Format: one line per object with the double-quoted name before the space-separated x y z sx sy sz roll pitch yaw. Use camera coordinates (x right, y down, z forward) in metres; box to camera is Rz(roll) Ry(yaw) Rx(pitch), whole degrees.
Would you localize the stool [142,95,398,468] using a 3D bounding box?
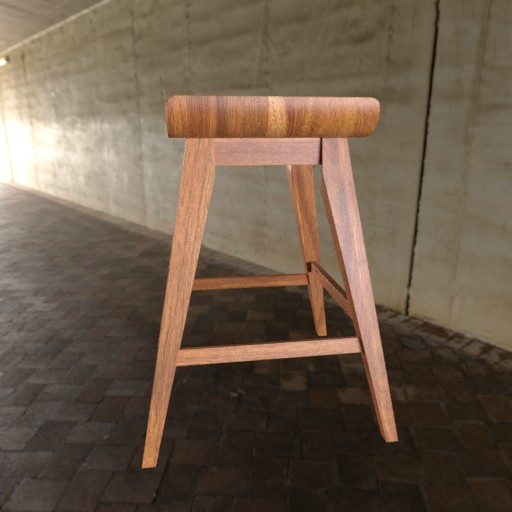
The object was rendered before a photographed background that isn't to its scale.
"stool" 0.000 0.000 1.000 0.500 0.650 0.500 -2 16 -8
